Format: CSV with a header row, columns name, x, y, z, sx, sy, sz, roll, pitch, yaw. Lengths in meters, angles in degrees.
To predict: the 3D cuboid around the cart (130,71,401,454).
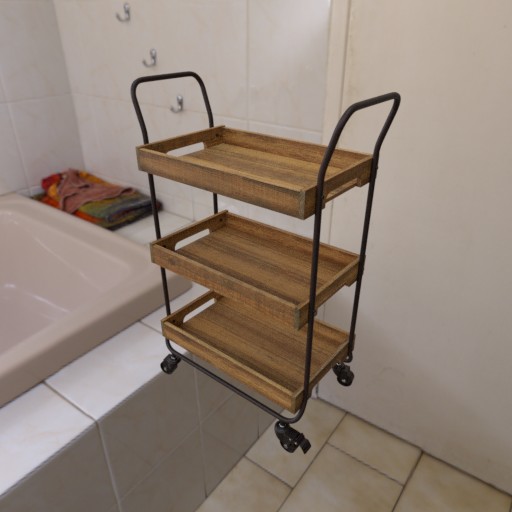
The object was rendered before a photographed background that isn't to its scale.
name,x,y,z,sx,sy,sz,roll,pitch,yaw
cart,0.000,0.000,1.171,0.583,0.857,0.339,21,35,33
